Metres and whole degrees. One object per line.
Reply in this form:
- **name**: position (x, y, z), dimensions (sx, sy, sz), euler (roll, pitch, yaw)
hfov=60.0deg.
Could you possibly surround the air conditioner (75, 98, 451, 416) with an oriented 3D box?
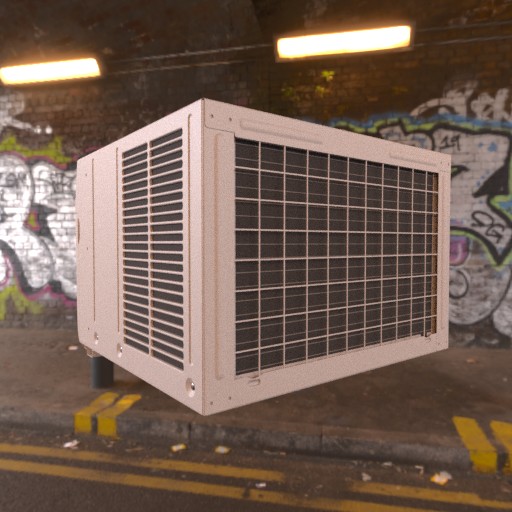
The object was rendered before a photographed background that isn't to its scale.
- **air conditioner**: position (0.000, 0.000, 1.034), dimensions (0.645, 0.455, 0.599), euler (-1, 2, -38)
